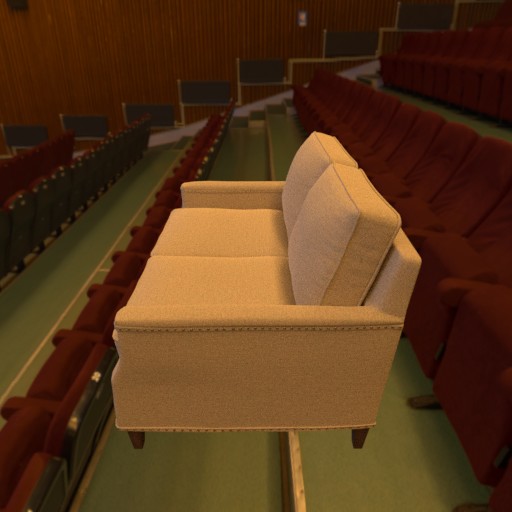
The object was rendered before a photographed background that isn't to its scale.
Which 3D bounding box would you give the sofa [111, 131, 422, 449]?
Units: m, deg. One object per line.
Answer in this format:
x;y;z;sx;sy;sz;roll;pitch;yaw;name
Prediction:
0.000;0.000;2.232;1.084;1.003;1.597;0;26;0;sofa
